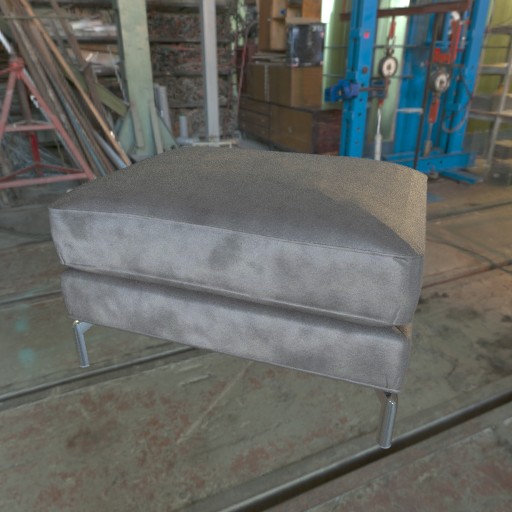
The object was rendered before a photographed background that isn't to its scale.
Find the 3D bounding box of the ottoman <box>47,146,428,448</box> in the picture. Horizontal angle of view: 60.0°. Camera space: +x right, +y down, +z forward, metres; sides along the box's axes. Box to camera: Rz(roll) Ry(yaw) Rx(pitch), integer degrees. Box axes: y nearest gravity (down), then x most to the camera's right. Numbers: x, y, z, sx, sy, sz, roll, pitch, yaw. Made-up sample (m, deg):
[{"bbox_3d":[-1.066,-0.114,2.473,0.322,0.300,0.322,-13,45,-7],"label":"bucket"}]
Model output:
[{"bbox_3d":[0.000,0.000,1.044,0.719,0.456,0.520,9,27,18],"label":"ottoman"}]
